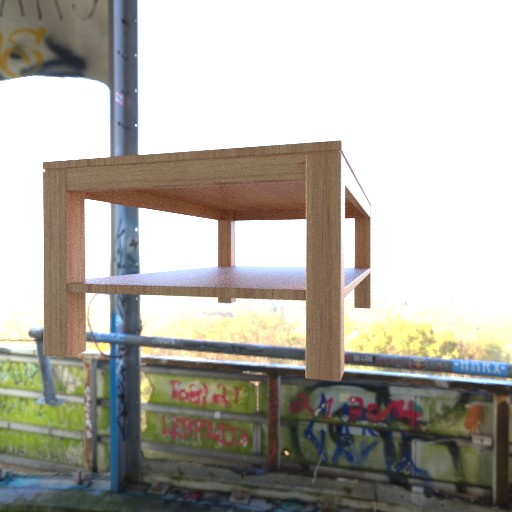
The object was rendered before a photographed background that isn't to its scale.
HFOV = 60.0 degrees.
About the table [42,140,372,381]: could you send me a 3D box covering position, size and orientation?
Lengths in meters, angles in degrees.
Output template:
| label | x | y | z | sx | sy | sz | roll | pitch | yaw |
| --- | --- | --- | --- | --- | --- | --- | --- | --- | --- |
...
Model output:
| label | x | y | z | sx | sy | sz | roll | pitch | yaw |
| --- | --- | --- | --- | --- | --- | --- | --- | --- | --- |
| table | 0.000 | 0.000 | 1.486 | 0.695 | 0.457 | 1.146 | 0 | 1 | 17 |
